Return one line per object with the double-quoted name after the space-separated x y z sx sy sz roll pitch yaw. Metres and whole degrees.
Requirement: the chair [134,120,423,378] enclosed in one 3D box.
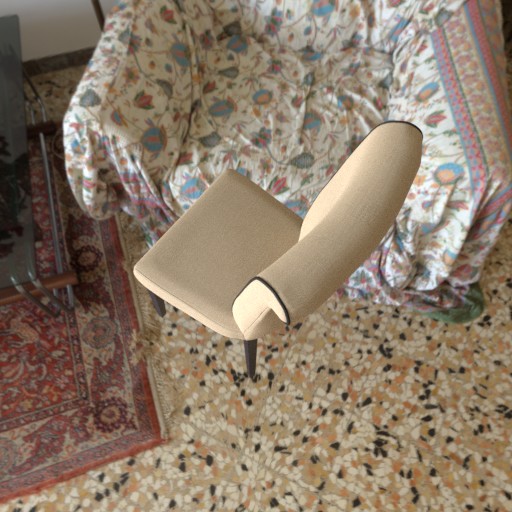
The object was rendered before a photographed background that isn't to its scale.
0.000 0.000 1.348 0.623 0.997 0.522 33 68 15 "chair"
